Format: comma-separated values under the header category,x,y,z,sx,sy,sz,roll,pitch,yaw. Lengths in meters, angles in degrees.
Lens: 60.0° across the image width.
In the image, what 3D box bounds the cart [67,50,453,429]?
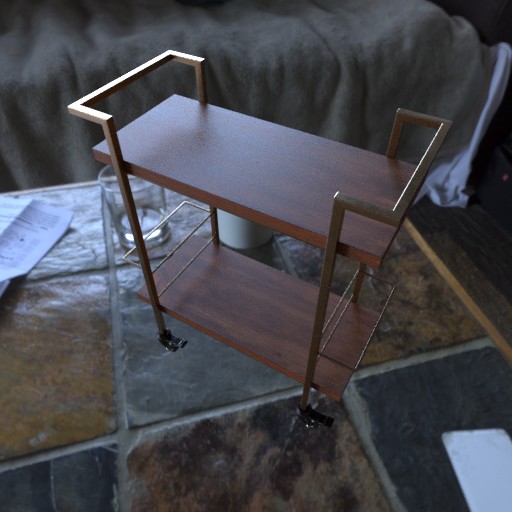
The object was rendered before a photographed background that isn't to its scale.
category,x,y,z,sx,sy,sz,roll,pitch,yaw
cart,0.000,0.000,1.160,0.695,0.807,0.364,23,50,20
